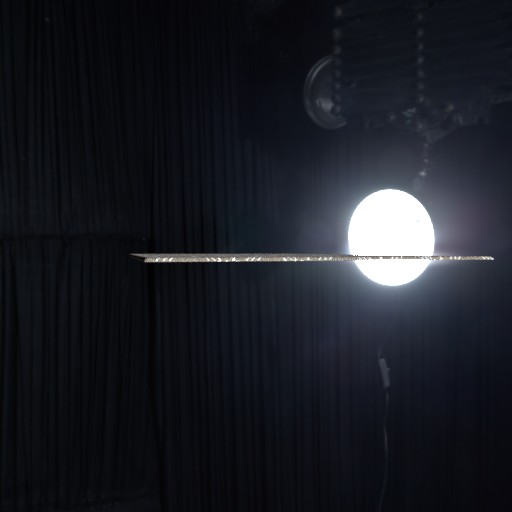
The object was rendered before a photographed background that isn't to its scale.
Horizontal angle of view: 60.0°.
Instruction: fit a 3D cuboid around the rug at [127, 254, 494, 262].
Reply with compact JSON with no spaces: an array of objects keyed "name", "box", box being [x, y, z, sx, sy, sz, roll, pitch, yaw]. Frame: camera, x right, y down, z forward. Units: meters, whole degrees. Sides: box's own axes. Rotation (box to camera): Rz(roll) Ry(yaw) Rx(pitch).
[{"name":"rug","box":[0.000,0.000,2.297,1.239,0.012,1.836,0,1,-18]}]
